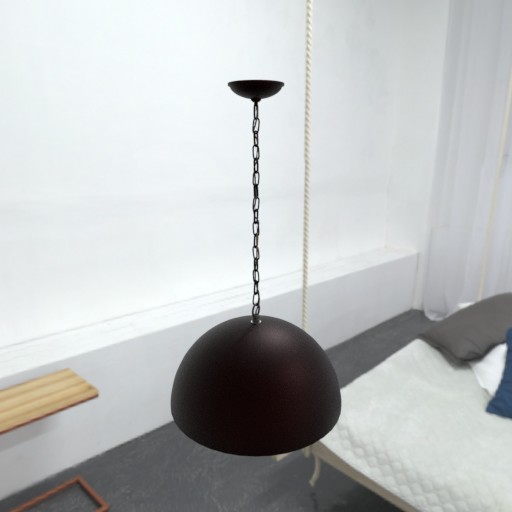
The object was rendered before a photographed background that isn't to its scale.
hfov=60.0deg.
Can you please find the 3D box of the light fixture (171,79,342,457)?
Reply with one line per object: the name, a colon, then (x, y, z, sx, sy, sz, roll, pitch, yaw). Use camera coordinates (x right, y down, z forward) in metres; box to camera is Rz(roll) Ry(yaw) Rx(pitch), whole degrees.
light fixture: (0.000, 0.000, 1.191, 0.492, 0.869, 0.492, 7, 16, 26)
